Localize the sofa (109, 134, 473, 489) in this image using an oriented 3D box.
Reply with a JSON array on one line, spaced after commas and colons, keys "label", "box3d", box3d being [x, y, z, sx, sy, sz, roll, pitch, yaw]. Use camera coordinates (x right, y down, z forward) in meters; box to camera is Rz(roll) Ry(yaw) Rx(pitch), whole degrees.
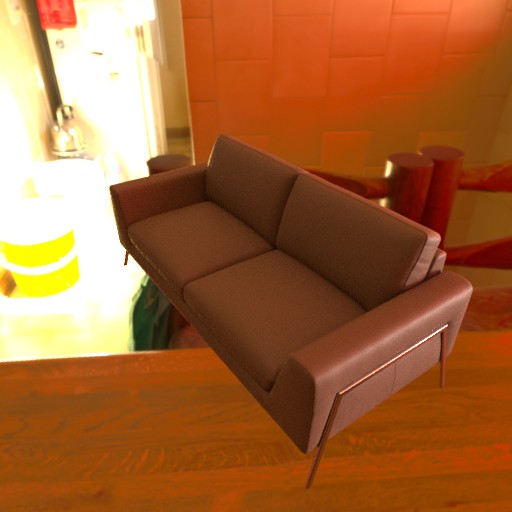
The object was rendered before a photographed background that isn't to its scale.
[{"label": "sofa", "box3d": [0.000, 0.000, 2.492, 0.953, 0.875, 2.017, -21, 38, -29]}]
